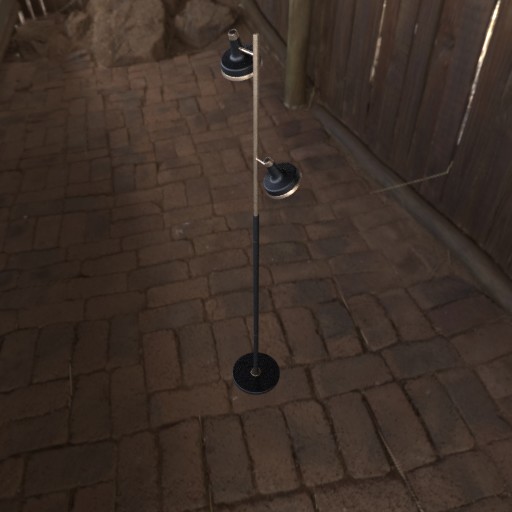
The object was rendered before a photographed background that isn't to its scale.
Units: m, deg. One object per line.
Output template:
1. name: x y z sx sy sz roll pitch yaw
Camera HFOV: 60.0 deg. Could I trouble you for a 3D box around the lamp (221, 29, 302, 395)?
1. lamp: 0.000 0.000 1.809 0.253 1.674 0.351 -26 48 -27
